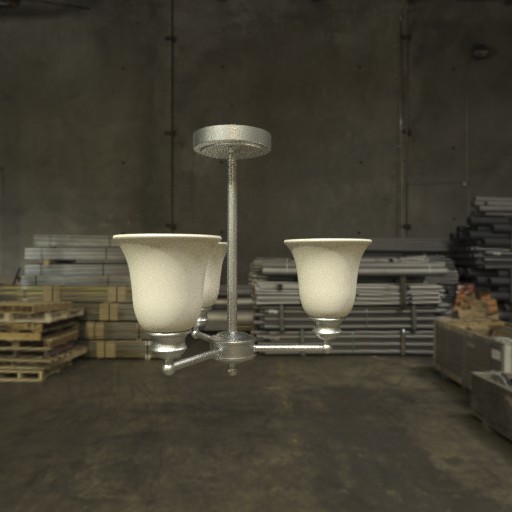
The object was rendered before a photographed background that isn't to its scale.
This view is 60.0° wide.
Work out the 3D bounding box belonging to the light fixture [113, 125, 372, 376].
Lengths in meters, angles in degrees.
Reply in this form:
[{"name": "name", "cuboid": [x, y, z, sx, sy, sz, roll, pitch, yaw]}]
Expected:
[{"name": "light fixture", "cuboid": [0.000, 0.000, 0.685, 0.354, 0.370, 0.388, 0, 0, 0]}]
